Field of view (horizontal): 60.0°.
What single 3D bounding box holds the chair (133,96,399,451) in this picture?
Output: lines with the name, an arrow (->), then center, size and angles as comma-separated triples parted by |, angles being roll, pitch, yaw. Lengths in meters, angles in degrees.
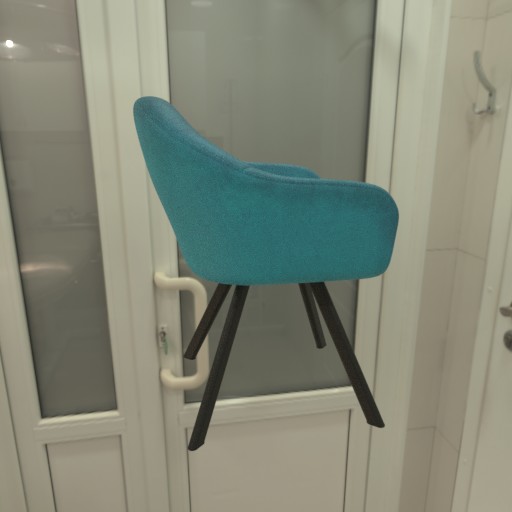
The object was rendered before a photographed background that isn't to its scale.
chair -> 0.000, 0.000, 1.159 | 0.570, 0.780, 0.540 | -3, 16, -10
